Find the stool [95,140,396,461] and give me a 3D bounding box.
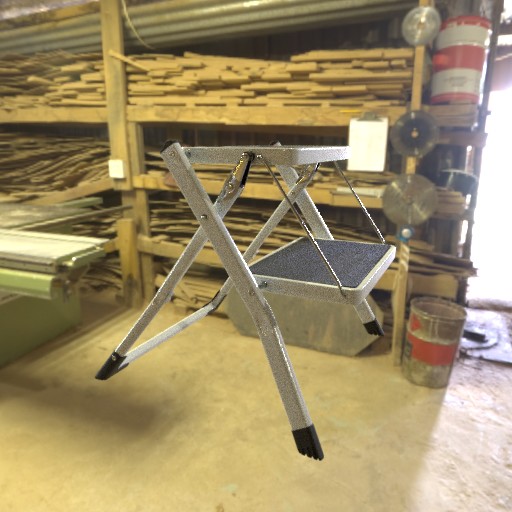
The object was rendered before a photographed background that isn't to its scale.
[{"bbox_3d":[0.000,0.000,0.881,0.490,0.445,0.485,7,16,25],"label":"stool"}]
